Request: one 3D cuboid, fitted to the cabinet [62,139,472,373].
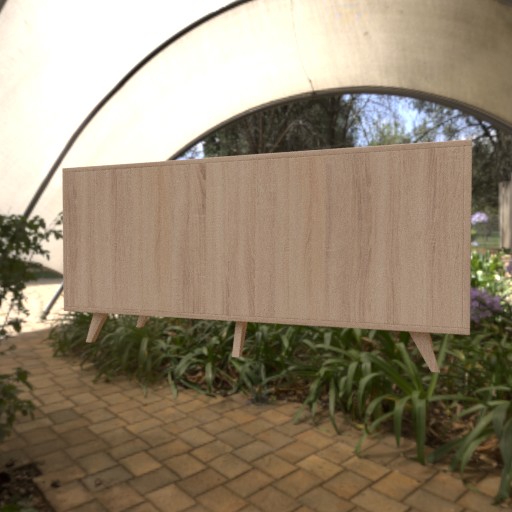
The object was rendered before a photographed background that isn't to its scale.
[{"bbox_3d":[0.000,0.000,1.946,1.650,0.780,0.500,0,1,19],"label":"cabinet"}]
